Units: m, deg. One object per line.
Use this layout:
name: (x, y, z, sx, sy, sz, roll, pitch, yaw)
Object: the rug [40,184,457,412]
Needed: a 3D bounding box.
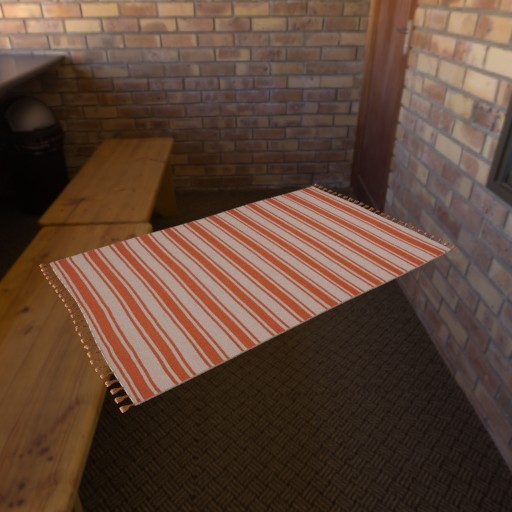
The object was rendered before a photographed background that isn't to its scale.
rug: (0.000, 0.000, 2.547, 2.092, 0.017, 1.232, -20, 36, -30)
